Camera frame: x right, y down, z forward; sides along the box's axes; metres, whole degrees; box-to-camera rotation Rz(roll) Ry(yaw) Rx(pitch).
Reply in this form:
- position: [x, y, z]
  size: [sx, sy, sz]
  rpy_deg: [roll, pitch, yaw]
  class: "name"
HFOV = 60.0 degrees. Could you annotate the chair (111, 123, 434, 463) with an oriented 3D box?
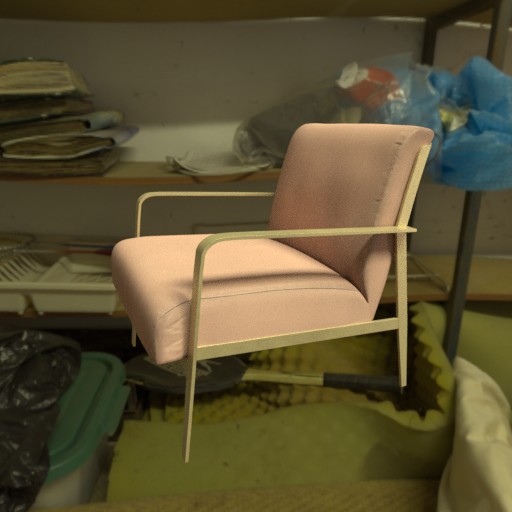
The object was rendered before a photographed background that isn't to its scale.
- position: [0.000, 0.000, 1.443]
  size: [0.848, 0.823, 0.701]
  rpy_deg: [-8, 19, -25]
  class: "chair"
